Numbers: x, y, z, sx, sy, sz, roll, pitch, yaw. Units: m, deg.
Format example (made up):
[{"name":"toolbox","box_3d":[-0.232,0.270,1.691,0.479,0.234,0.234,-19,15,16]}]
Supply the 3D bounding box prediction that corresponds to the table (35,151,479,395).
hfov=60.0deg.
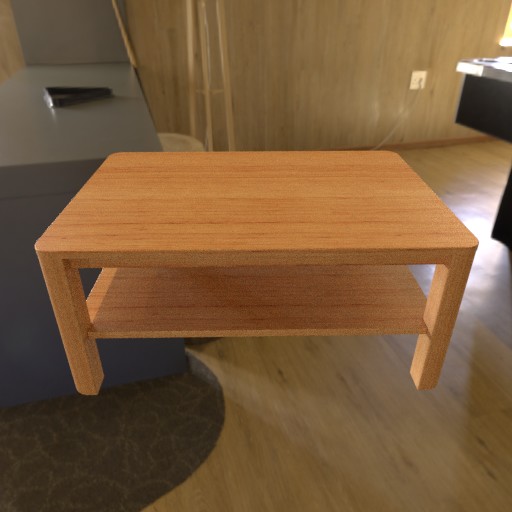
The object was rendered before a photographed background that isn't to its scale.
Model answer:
[{"name":"table","box_3d":[0.000,0.000,1.376,0.997,0.445,0.696,-1,31,-1]}]
